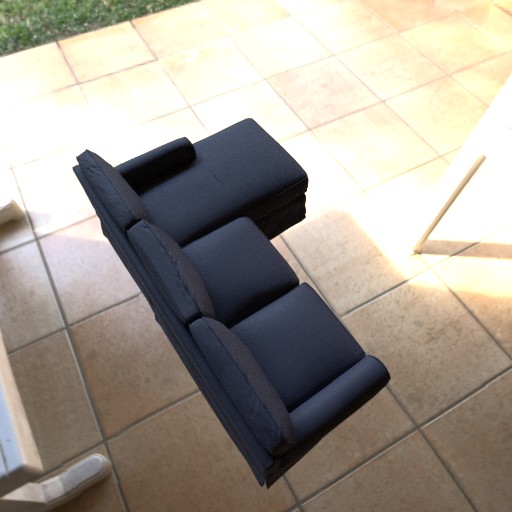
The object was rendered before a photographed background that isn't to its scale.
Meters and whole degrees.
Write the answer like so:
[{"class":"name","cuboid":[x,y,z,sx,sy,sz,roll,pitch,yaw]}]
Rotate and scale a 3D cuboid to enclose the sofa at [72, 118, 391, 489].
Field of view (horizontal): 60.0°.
[{"class":"sofa","cuboid":[0.000,0.000,3.243,1.637,1.039,2.518,-31,63,-18]}]
